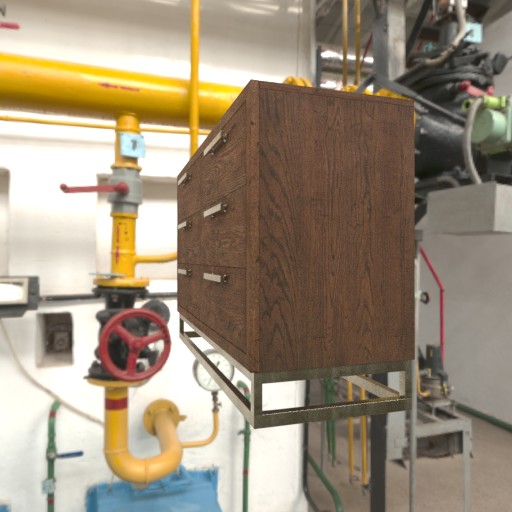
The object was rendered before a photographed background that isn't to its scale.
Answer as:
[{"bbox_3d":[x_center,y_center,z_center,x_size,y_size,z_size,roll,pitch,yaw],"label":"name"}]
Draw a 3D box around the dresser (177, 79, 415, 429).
[{"bbox_3d":[0.000,0.000,2.207,0.623,1.061,1.646,0,0,-18],"label":"dresser"}]
